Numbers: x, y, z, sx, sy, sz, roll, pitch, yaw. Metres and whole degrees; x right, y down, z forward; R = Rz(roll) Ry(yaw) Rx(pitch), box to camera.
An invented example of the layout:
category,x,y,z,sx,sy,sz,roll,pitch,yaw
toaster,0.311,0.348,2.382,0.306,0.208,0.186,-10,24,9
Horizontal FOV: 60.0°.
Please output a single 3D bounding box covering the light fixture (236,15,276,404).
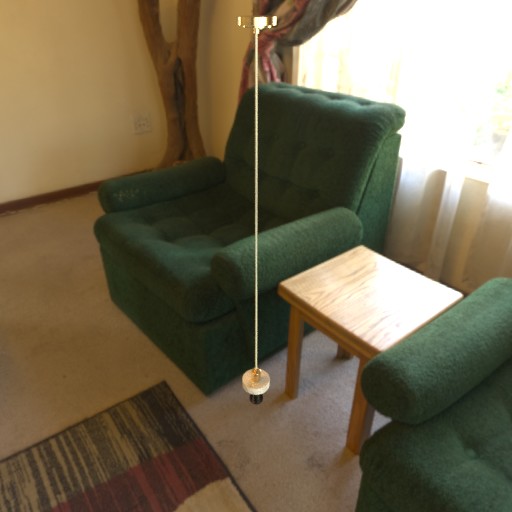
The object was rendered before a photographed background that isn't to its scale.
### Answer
category,x,y,z,sx,sy,sz,roll,pitch,yaw
light fixture,0.000,0.000,1.753,0.129,1.669,0.129,20,36,30
